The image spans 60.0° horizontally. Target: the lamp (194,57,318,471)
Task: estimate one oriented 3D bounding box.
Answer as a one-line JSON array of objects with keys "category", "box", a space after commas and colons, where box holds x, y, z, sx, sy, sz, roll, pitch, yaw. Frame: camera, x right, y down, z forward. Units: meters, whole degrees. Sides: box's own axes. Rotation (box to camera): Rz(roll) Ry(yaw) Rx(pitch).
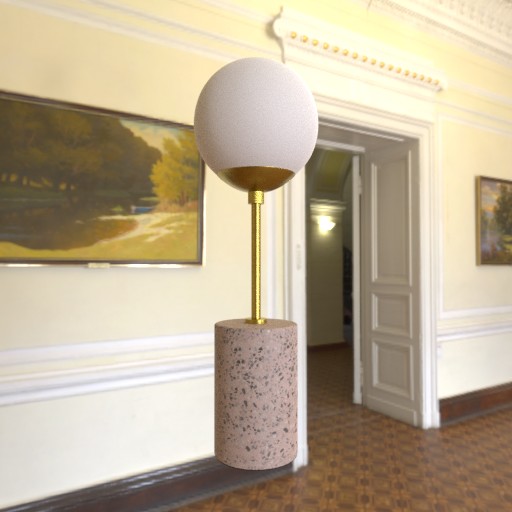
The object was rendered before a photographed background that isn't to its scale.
[{"category": "lamp", "box": [0.000, 0.000, 0.548, 0.153, 0.480, 0.153, 0, -1, 0]}]
